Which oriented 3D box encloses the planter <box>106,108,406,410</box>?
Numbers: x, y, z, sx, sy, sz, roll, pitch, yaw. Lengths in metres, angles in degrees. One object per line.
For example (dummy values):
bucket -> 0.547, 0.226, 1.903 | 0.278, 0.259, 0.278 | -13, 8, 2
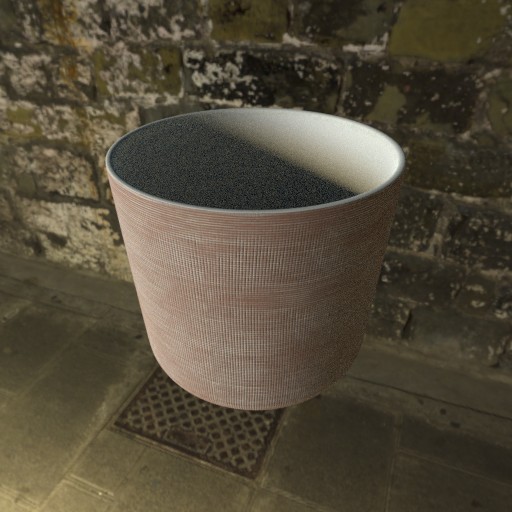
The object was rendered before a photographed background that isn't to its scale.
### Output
planter -> 0.000, 0.000, 0.780 | 0.440, 0.398, 0.440 | 0, 33, 0
